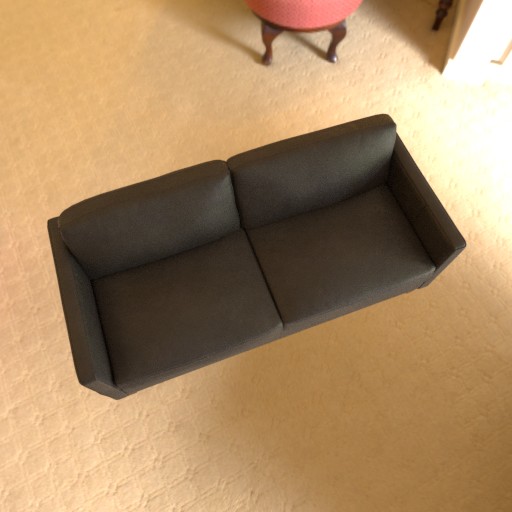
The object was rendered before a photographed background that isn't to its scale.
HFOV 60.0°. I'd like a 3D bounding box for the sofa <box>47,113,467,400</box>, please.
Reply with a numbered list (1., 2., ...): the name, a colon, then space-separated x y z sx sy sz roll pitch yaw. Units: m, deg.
1. sofa: 0.000 0.000 2.446 1.971 0.863 0.933 -19 66 -8
